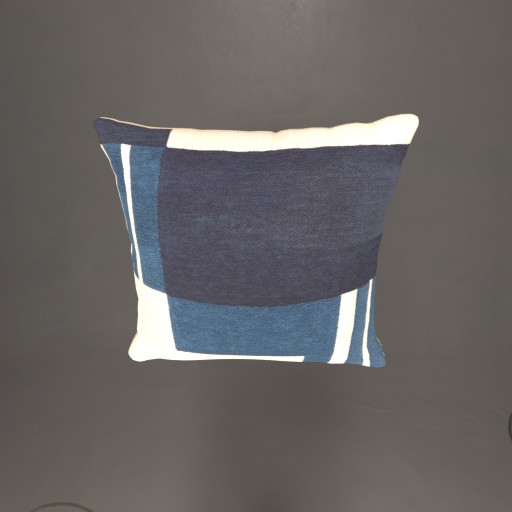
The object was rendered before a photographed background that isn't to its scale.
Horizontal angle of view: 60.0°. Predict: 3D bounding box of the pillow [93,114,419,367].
[{"bbox_3d":[0.000,0.000,0.809,0.536,0.506,0.229,1,29,2],"label":"pillow"}]
